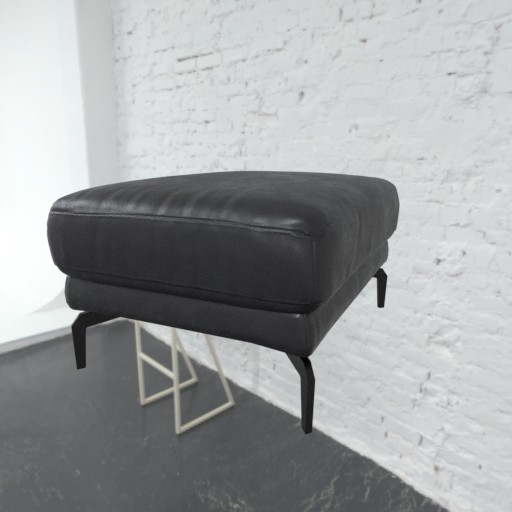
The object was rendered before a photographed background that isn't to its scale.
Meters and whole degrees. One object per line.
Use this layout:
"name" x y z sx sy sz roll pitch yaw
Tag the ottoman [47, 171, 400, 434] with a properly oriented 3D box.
"ottoman" 0.000 0.000 1.080 0.570 0.402 0.764 6 15 25
